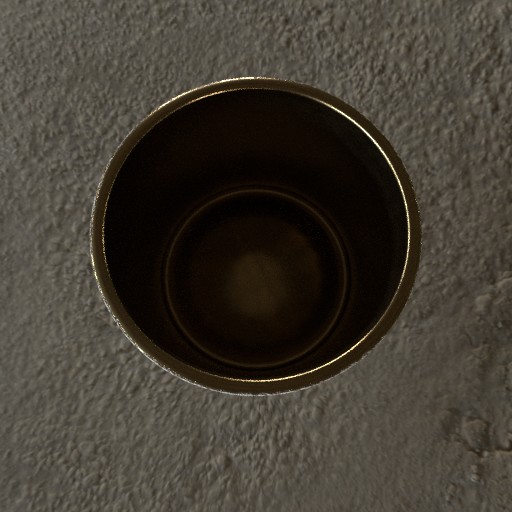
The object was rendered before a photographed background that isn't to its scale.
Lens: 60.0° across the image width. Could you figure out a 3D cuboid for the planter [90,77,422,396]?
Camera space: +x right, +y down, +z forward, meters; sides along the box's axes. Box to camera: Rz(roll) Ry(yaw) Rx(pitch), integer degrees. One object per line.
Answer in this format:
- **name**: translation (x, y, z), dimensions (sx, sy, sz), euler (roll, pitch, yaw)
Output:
- **planter**: translation (0.000, 0.000, 0.438), dimensions (0.254, 0.221, 0.254), euler (0, 77, 0)
